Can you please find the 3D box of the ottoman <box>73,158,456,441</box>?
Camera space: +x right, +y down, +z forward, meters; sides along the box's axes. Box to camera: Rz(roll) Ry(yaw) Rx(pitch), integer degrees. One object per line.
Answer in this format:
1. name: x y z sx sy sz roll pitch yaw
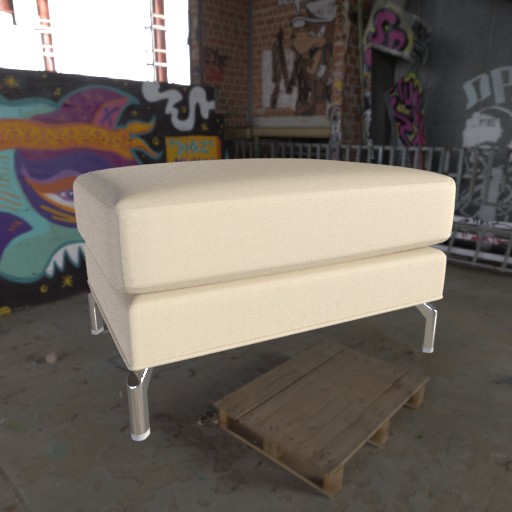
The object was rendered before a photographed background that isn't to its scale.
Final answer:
1. ottoman: 0.000 0.000 1.189 0.835 0.497 0.581 -8 17 -26
